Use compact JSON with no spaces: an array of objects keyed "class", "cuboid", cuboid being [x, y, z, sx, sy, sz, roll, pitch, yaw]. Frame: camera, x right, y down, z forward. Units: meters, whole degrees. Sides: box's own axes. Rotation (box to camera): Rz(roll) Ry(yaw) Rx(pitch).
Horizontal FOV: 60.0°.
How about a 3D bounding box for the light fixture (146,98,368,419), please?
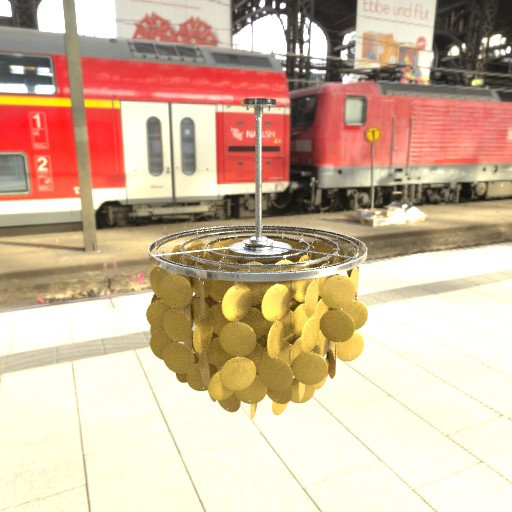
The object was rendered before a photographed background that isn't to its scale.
[{"class":"light fixture","cuboid":[0.000,0.000,0.736,0.368,0.492,0.368,0,14,0]}]
